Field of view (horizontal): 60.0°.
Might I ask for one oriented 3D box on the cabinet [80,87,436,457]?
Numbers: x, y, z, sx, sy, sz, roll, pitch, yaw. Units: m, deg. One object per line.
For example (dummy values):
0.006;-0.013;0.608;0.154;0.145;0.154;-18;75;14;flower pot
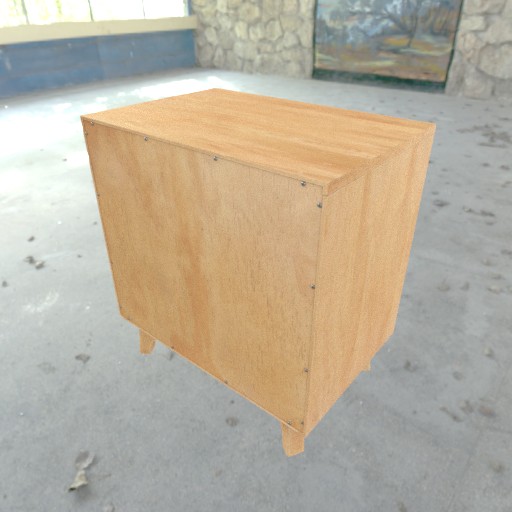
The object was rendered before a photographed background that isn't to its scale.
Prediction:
0.000;0.000;0.983;0.551;0.599;0.394;23;38;33;cabinet
